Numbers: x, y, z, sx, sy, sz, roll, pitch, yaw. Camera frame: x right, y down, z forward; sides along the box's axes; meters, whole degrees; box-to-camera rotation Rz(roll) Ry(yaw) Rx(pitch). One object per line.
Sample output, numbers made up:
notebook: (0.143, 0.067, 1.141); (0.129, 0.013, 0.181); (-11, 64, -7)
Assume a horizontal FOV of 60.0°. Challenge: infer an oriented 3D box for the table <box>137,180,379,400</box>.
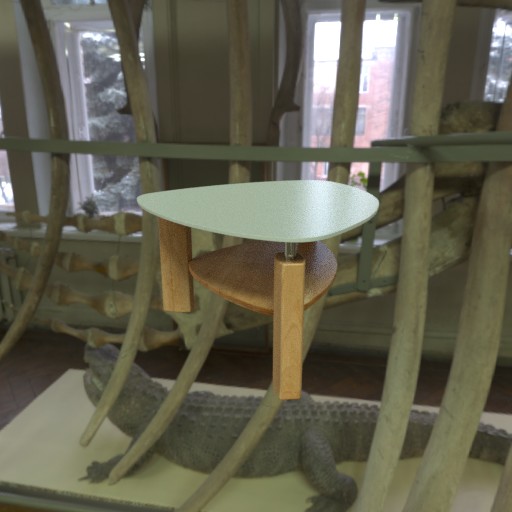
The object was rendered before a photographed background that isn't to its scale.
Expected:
table: (0.000, 0.000, 1.648); (0.850, 0.440, 1.250); (3, 16, 9)
